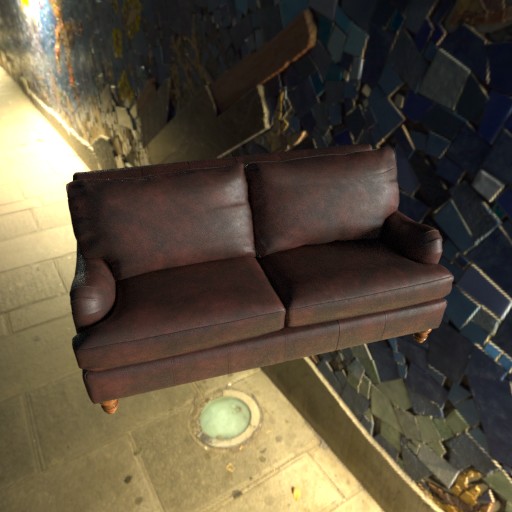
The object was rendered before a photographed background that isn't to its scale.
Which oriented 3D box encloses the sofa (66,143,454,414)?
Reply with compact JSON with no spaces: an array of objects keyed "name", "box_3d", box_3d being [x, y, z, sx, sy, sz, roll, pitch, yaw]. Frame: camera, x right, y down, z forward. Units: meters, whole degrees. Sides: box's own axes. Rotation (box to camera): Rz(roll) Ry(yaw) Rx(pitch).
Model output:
[{"name":"sofa","box_3d":[0.000,0.000,2.766,2.144,1.071,1.147,-9,33,-14]}]
